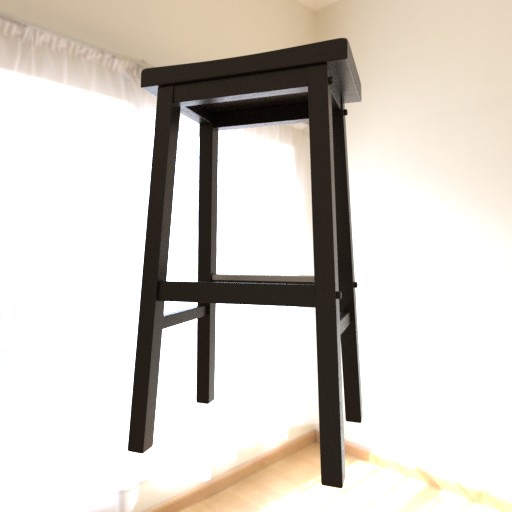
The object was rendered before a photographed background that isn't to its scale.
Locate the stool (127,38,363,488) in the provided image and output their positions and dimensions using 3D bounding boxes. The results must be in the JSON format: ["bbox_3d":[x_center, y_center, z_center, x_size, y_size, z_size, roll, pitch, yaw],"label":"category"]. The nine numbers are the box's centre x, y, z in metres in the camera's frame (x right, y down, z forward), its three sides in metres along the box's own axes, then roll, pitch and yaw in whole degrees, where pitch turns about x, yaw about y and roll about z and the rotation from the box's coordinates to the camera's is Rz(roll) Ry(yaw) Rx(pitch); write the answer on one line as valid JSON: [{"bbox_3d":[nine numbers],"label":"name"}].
[{"bbox_3d":[0.000,0.000,0.923,0.406,0.742,0.322,0,1,19],"label":"stool"}]
